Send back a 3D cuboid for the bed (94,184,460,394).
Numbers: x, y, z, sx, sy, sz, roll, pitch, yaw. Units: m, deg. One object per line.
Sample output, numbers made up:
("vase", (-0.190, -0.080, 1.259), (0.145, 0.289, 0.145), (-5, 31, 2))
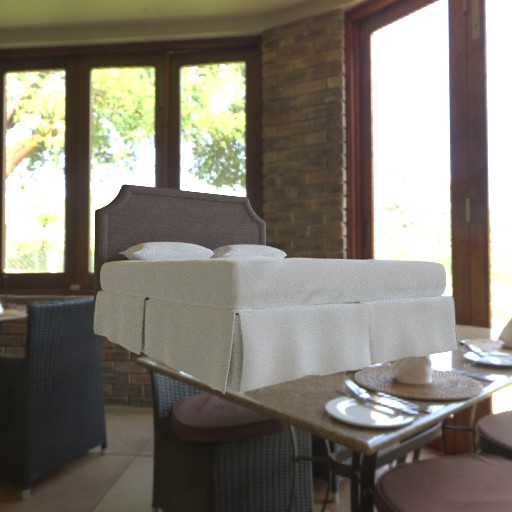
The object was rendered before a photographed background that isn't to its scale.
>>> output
("bed", (0.000, 0.000, 4.166), (2.350, 1.590, 2.773), (1, -1, -36))
